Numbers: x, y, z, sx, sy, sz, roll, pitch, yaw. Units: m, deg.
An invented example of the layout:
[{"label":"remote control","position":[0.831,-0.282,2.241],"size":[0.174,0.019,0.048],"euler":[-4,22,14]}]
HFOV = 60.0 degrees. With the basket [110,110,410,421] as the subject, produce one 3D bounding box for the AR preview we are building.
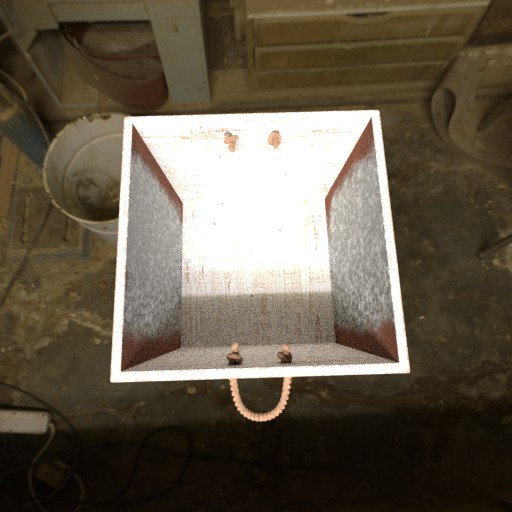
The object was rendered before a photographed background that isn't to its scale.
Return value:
[{"label":"basket","position":[0.000,0.000,0.782],"size":[0.413,0.247,0.545],"euler":[-2,75,0]}]
